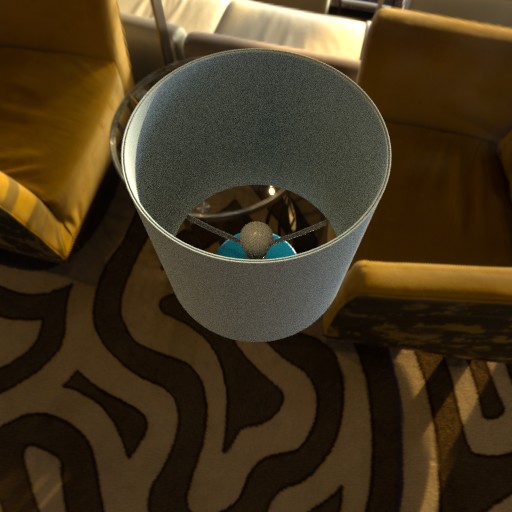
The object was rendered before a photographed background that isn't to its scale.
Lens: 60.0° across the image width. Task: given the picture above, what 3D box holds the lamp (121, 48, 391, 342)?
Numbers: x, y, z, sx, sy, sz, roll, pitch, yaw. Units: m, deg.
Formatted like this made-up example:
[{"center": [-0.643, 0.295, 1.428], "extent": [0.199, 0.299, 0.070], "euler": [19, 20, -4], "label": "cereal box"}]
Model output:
[{"center": [0.000, 0.000, 0.488], "extent": [0.193, 0.377, 0.193], "euler": [2, 64, 1], "label": "lamp"}]
